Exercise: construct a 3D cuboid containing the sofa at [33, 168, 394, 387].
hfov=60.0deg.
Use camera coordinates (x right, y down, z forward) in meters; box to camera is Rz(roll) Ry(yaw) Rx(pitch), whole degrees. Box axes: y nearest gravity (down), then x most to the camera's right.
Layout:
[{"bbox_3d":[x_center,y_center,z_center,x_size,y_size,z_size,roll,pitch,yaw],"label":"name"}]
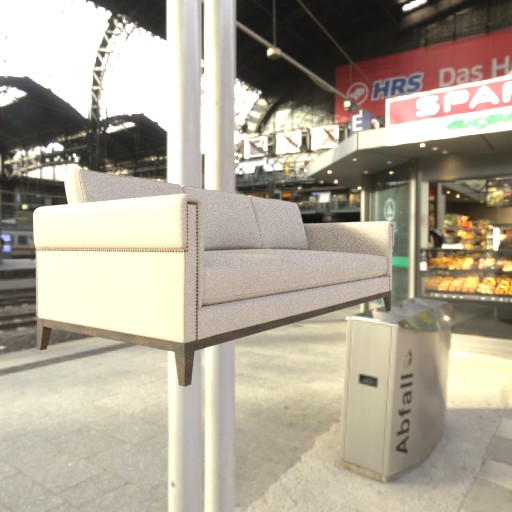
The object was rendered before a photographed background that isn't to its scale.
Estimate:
[{"bbox_3d":[0.000,0.000,2.649,0.959,0.838,2.210,1,2,35],"label":"sofa"}]
